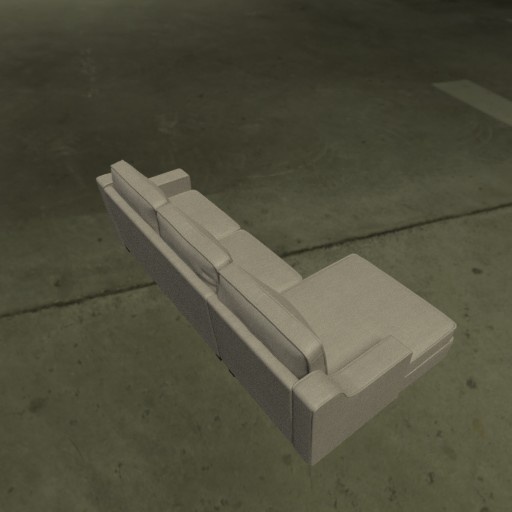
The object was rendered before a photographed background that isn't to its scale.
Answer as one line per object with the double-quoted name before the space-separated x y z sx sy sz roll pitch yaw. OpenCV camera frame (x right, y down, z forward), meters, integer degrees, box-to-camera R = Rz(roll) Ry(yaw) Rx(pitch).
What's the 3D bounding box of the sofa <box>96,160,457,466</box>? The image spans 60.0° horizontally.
"sofa" 0.000 0.000 3.222 1.294 0.928 2.561 -26 46 -27
